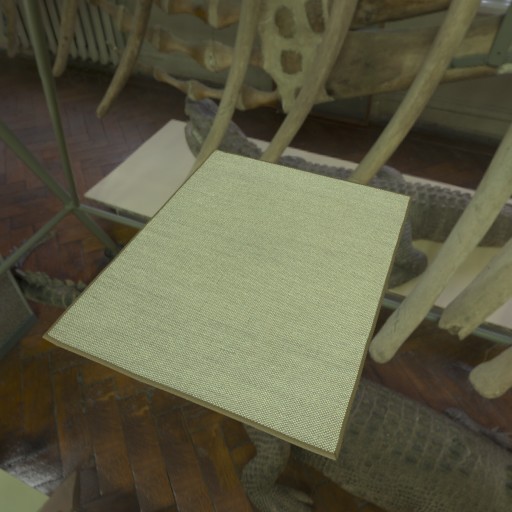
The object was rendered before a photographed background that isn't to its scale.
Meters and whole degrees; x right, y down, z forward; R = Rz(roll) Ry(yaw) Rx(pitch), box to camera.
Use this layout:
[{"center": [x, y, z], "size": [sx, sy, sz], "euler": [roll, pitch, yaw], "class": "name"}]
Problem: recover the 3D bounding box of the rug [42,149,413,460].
[{"center": [0.000, 0.000, 4.148], "size": [2.413, 0.020, 3.041], "euler": [17, 47, 16], "class": "rug"}]
